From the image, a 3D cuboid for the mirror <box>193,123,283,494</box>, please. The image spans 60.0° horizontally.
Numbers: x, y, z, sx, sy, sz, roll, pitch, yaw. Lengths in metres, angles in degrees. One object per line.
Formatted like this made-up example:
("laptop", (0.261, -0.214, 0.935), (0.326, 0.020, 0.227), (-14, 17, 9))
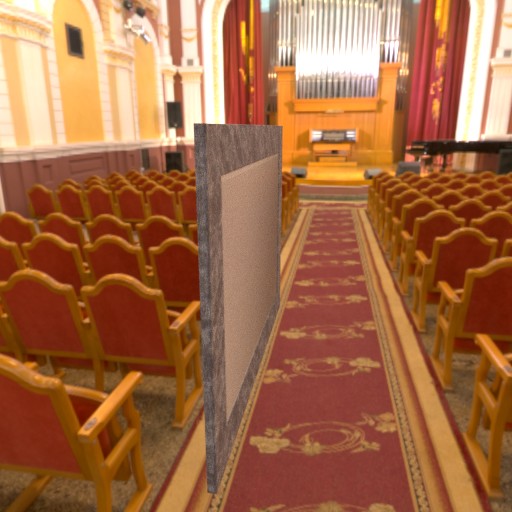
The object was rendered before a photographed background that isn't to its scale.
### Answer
("mirror", (0.000, 0.000, 1.404), (0.022, 0.795, 1.101), (3, 16, 10))
